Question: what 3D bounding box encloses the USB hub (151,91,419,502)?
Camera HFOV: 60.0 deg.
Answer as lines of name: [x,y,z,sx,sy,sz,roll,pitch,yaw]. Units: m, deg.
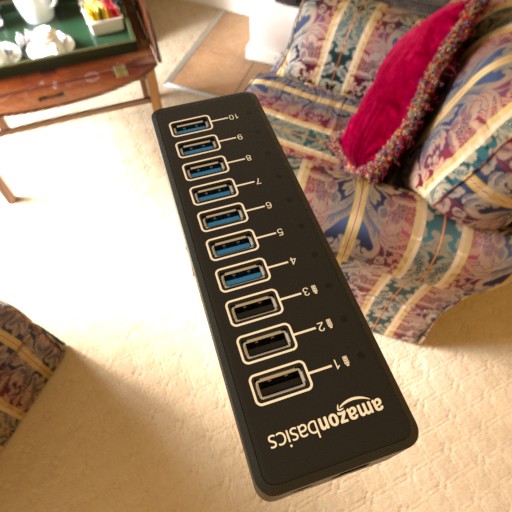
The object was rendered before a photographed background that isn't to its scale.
USB hub: [0.000,0.000,0.155,0.044,0.023,0.145,-15,59,-9]
